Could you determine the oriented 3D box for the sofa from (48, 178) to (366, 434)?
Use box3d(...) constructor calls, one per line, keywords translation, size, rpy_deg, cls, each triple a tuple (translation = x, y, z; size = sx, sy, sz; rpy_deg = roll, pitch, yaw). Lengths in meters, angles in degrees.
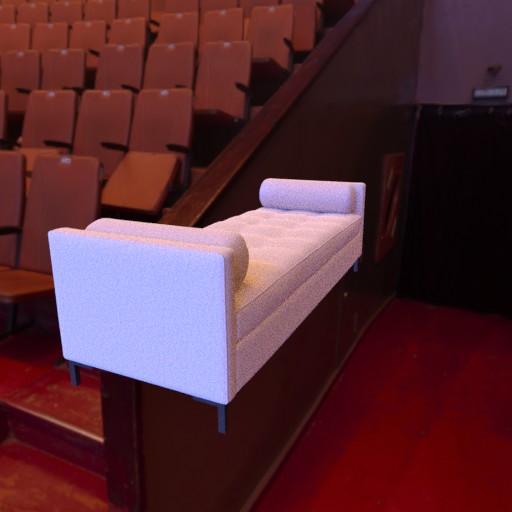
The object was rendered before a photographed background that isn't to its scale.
box3d(translation=(0.000, 0.000, 2.365), size=(0.746, 0.641, 1.985), rpy_deg=(7, 17, 24), cls="sofa")
